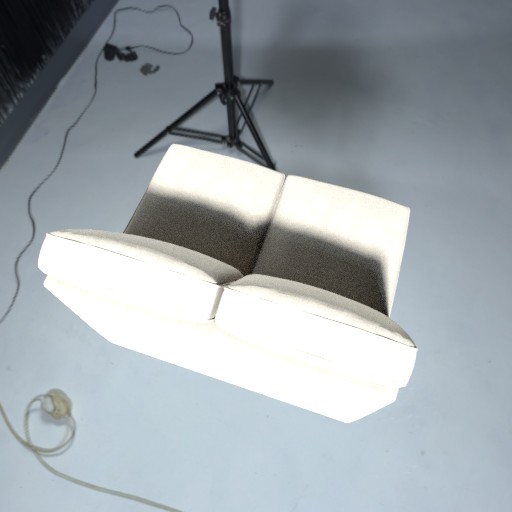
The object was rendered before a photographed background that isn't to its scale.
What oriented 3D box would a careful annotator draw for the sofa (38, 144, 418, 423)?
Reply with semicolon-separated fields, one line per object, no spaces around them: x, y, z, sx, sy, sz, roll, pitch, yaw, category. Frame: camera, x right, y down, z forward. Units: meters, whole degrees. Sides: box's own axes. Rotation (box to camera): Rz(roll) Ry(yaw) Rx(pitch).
0.000;0.000;1.927;1.232;1.006;0.978;17;65;8;sofa
